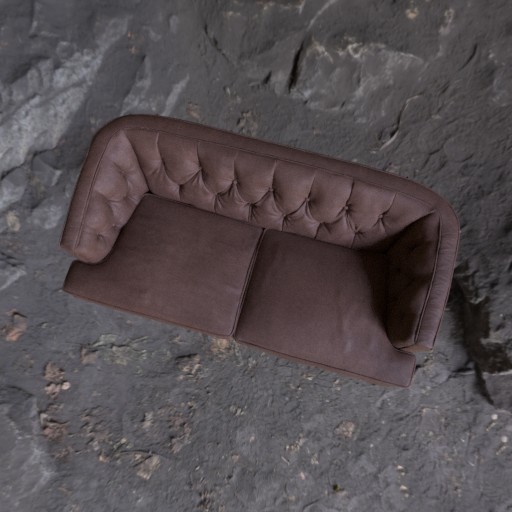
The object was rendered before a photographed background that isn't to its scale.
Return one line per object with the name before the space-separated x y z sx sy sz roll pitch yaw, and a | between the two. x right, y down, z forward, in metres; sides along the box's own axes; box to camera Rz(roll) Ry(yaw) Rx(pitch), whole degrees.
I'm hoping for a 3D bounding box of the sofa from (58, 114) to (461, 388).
sofa | 0.000 0.000 2.276 1.767 0.799 0.917 15 76 4
